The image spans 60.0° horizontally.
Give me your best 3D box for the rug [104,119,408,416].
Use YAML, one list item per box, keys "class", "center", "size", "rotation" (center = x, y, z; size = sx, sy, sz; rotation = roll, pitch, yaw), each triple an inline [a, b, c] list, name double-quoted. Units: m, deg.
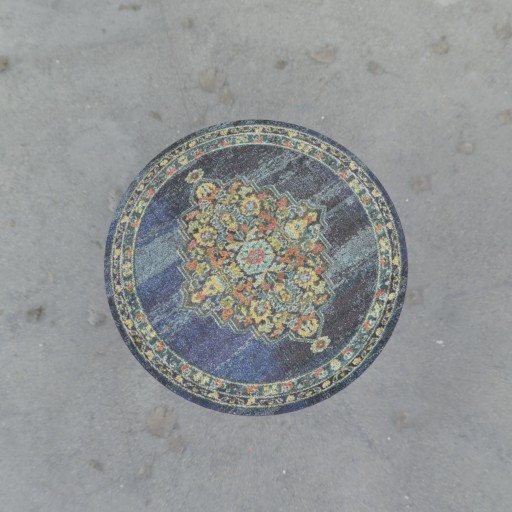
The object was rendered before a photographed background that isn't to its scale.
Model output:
- class: "rug"
  center: [0.000, 0.000, 3.488]
  size: [2.386, 0.014, 2.386]
  rotation: [0, 77, 0]
